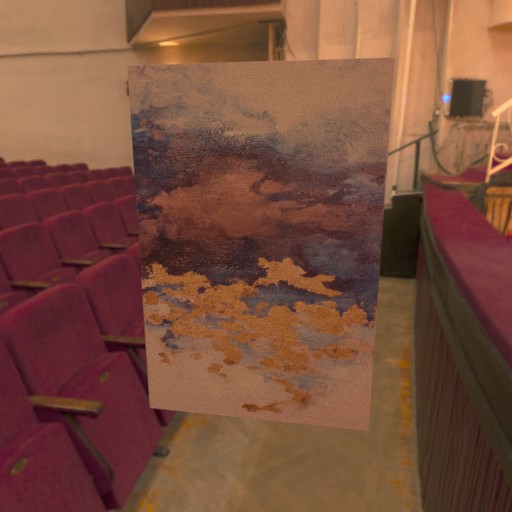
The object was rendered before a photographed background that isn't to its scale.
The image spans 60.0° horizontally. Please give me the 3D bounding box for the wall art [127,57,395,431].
[{"bbox_3d":[0.000,0.000,1.082,0.583,0.874,0.048,2,14,10],"label":"wall art"}]
